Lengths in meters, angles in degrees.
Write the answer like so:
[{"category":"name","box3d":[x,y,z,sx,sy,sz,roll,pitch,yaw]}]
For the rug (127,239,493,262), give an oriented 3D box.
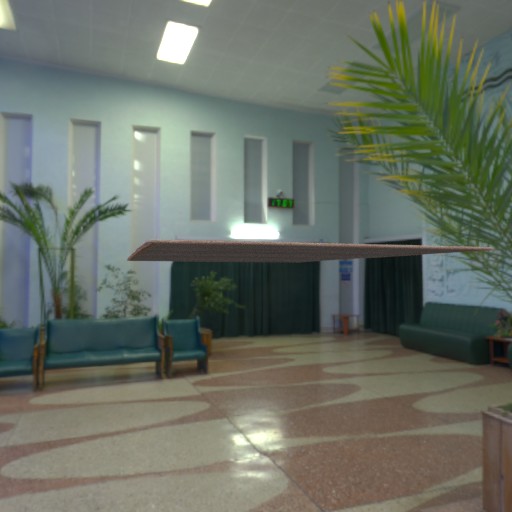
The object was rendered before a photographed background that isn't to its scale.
[{"category":"rug","box3d":[0.000,0.000,2.964,1.609,0.015,2.390,1,-2,-18]}]
